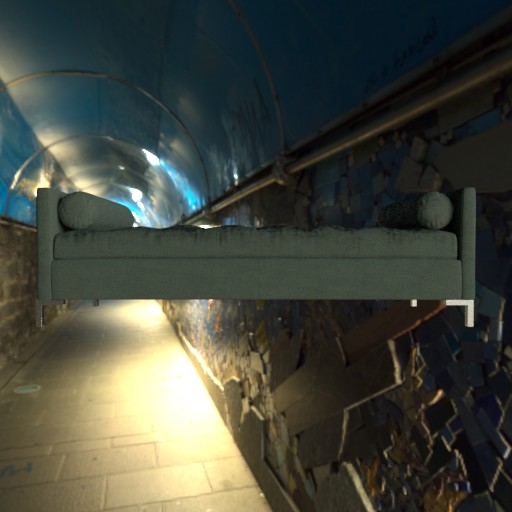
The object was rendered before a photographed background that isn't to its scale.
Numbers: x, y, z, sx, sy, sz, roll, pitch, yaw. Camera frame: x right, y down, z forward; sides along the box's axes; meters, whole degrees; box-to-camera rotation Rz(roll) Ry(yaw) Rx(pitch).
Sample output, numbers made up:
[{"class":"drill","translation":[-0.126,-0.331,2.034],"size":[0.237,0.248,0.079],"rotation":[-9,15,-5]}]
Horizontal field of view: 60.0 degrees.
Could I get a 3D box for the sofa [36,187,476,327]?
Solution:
[{"class":"sofa","translation":[0.000,0.000,2.470],"size":[2.102,0.657,0.797],"rotation":[0,1,0]}]
